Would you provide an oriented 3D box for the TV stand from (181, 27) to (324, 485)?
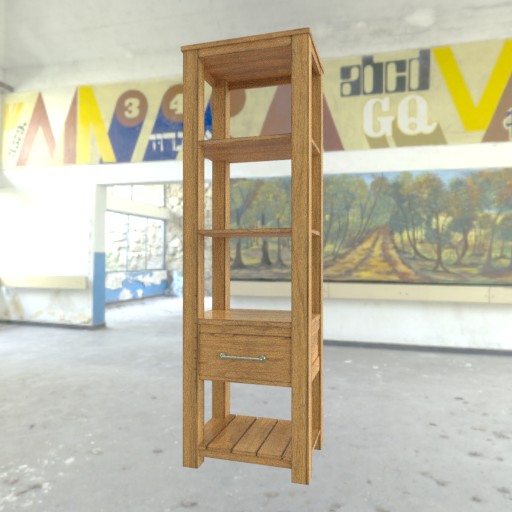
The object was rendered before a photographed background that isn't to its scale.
[{"bbox_3d":[0.000,0.000,2.034,0.565,1.828,0.435,0,0,17],"label":"TV stand"}]
